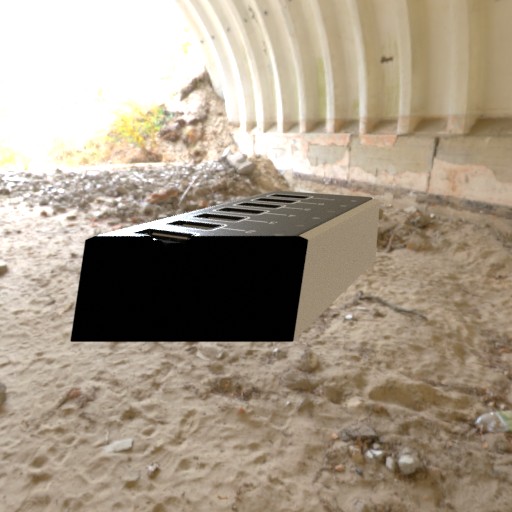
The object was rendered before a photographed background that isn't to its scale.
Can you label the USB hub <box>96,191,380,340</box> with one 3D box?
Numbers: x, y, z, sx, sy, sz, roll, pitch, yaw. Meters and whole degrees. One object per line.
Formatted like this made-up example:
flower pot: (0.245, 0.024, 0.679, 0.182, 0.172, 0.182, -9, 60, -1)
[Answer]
USB hub: (0.000, 0.000, 0.126, 0.044, 0.023, 0.110, 8, 18, 27)
